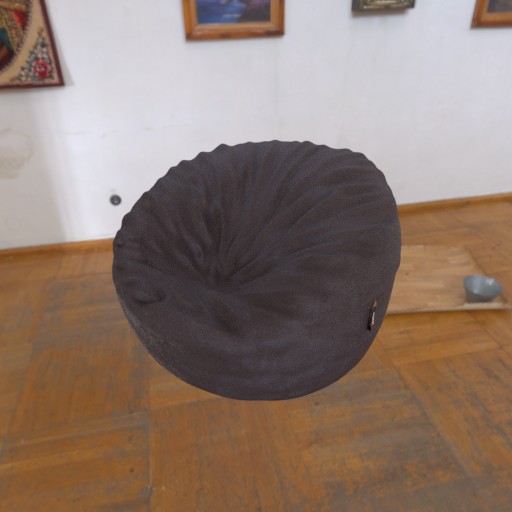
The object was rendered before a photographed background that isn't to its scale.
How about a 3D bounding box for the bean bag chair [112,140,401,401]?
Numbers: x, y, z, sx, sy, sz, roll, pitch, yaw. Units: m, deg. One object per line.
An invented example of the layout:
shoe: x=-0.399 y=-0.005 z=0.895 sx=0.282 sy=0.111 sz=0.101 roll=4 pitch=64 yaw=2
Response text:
bean bag chair: x=0.000 y=0.000 z=2.023 sx=1.245 sy=0.821 sz=1.245 roll=0 pitch=31 yaw=0
